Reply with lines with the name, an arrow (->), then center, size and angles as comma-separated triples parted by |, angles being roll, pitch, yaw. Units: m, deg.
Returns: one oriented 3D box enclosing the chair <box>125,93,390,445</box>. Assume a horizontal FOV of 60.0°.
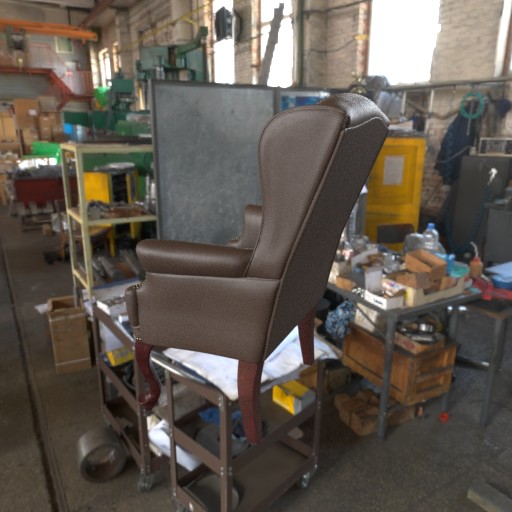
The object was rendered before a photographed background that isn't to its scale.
chair -> 0.000, 0.000, 1.670 | 0.819, 1.132, 0.829 | 7, 18, 24
